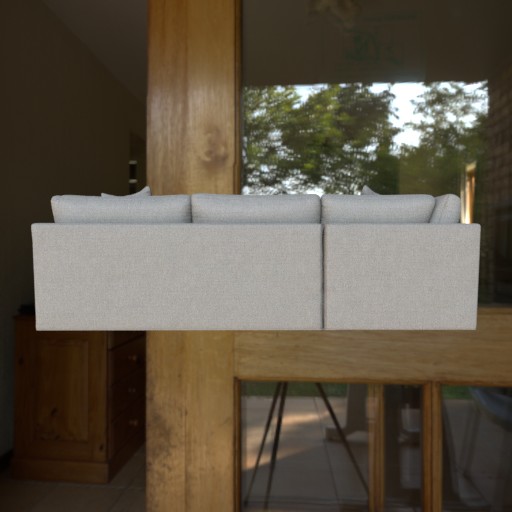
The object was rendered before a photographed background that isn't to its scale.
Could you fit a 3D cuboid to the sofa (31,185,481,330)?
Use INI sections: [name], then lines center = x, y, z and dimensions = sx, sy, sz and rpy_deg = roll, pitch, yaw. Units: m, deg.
[sofa]
center = 0.000, 0.000, 3.832
dimensions = 2.896, 0.978, 1.994
rpy_deg = 0, 0, 0
